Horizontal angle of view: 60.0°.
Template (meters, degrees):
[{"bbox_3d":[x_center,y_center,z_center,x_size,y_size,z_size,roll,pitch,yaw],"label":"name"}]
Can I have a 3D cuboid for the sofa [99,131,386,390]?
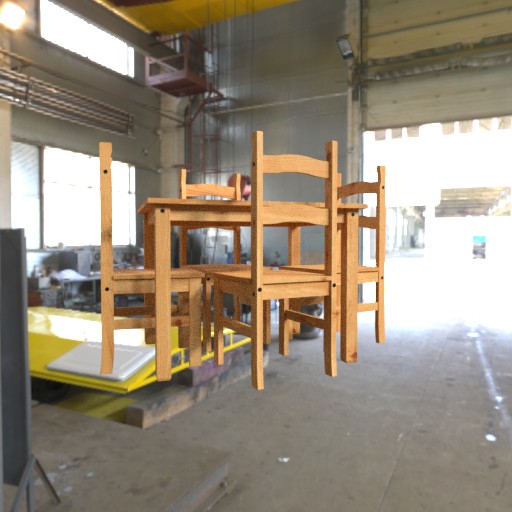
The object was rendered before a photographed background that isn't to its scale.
[{"bbox_3d":[0.000,0.000,2.300,1.529,1.000,1.144,-1,2,-18],"label":"sofa"}]
